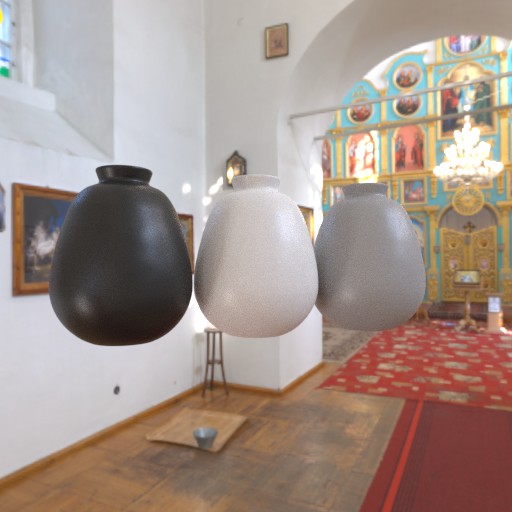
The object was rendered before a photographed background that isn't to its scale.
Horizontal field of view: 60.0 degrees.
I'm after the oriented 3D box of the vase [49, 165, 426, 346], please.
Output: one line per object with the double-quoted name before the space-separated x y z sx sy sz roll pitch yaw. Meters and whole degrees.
"vase" 0.000 0.000 0.350 0.297 0.122 0.097 0 -1 -19
